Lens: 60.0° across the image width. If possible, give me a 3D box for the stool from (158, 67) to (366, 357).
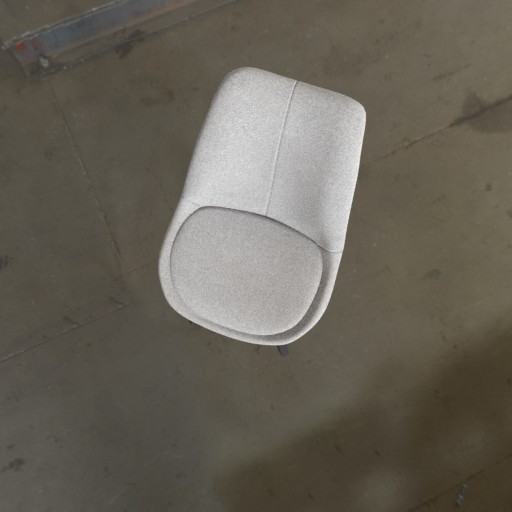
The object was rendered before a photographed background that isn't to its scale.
[{"bbox_3d":[0.000,0.000,1.418,0.485,1.115,0.550,19,77,5],"label":"stool"}]
